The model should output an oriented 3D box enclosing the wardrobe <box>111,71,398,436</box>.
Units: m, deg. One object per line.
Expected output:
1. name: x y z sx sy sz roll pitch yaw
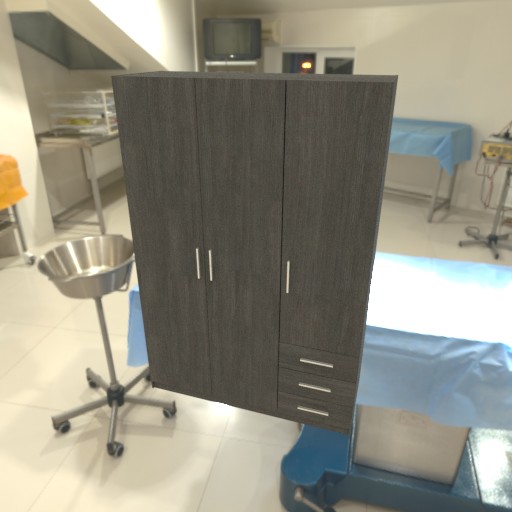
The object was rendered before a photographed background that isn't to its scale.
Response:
1. wardrobe: 0.000 0.000 2.529 1.290 1.910 0.510 8 27 16
